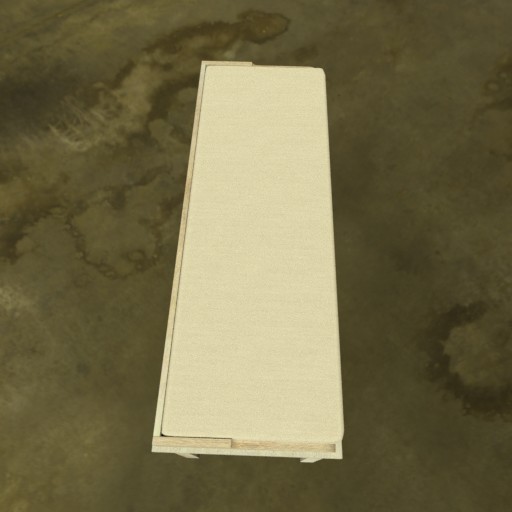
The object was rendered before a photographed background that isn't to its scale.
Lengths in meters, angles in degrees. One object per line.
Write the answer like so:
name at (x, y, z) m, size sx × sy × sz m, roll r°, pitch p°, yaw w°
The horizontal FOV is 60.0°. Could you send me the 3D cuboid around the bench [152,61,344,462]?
bench at (0.000, 0.000, 1.363) m, size 0.398 × 0.501 × 1.140 m, roll 2°, pitch 63°, yaw 1°
